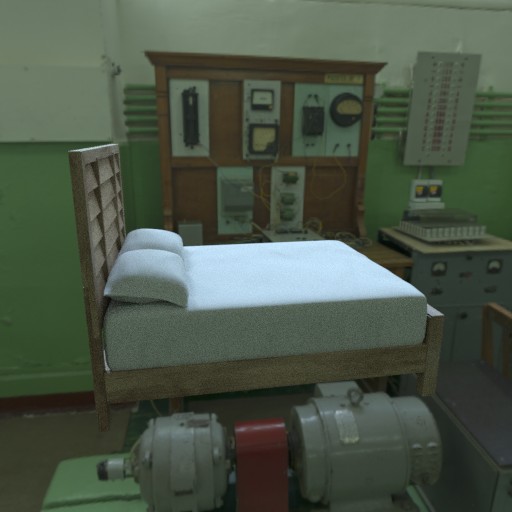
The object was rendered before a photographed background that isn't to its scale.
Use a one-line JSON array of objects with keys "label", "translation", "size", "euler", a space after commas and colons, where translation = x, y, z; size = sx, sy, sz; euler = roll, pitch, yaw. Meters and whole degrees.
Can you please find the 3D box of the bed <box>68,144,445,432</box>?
[{"label": "bed", "translation": [0.000, 0.000, 3.372], "size": [2.197, 1.626, 1.626], "euler": [-3, 16, -10]}]
